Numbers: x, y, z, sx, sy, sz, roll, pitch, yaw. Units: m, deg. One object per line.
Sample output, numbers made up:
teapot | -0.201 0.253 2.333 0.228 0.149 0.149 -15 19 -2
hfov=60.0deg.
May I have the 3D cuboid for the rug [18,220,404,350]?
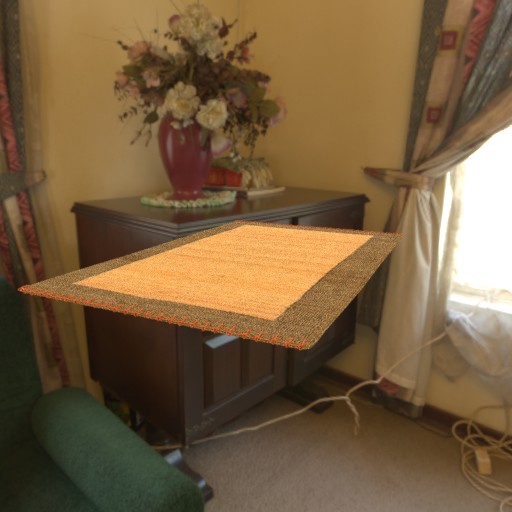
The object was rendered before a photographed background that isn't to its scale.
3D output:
rug | 0.000 0.000 2.276 1.220 0.019 1.838 7 15 25
